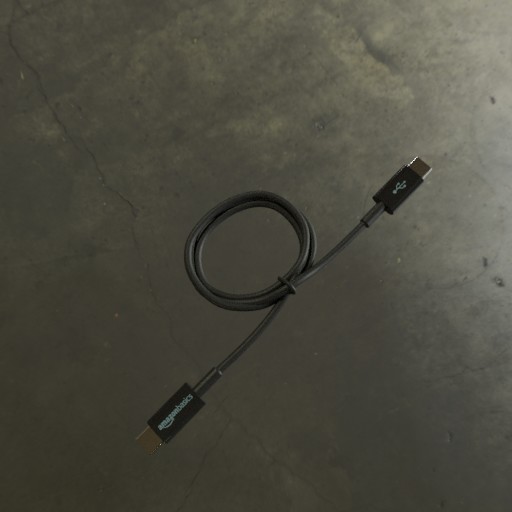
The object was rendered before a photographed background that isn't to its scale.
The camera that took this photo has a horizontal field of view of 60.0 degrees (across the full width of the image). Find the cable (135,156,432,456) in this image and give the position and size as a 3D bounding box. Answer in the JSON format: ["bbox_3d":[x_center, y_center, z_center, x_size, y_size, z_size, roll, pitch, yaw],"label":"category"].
[{"bbox_3d":[0.000,0.000,0.225,0.070,0.014,0.203,44,80,10],"label":"cable"}]
